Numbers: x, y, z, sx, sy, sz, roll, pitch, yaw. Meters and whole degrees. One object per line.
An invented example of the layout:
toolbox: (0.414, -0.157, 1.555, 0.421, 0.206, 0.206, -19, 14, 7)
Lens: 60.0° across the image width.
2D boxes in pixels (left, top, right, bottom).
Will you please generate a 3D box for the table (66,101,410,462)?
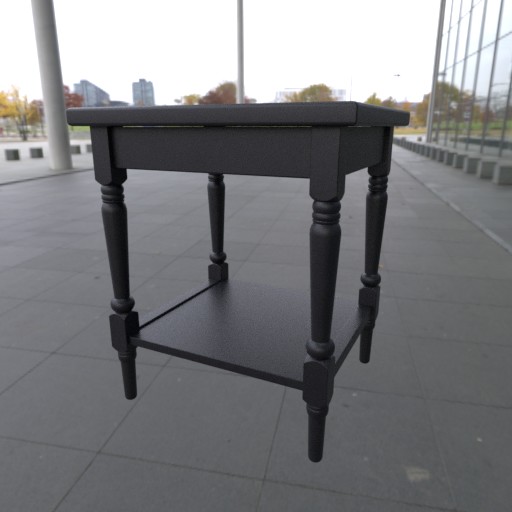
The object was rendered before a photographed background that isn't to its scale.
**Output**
table: (0.000, 0.000, 0.900, 0.488, 0.565, 0.442, 8, 18, 25)
